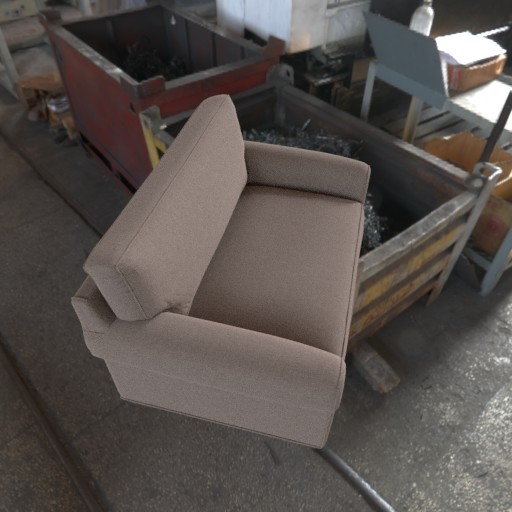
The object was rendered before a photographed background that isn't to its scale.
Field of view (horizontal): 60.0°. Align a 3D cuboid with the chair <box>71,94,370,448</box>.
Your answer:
[{"bbox_3d":[0.000,0.000,1.999,0.930,0.930,1.390,10,46,10],"label":"chair"}]
